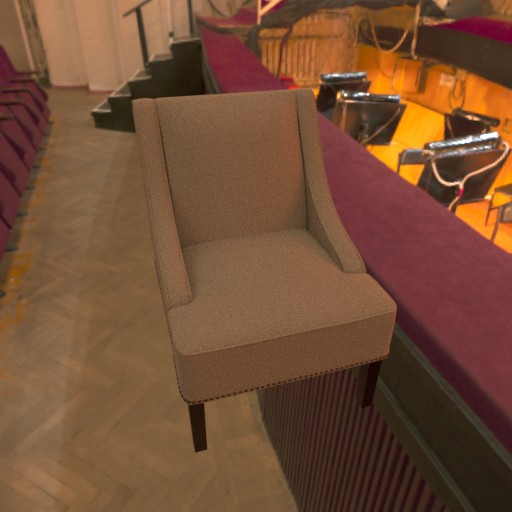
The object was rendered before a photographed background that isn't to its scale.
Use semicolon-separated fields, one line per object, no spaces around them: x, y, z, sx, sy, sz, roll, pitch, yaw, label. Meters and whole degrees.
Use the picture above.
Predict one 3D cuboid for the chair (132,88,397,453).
0.000;0.000;1.433;0.628;0.872;0.748;-9;33;-14;chair
